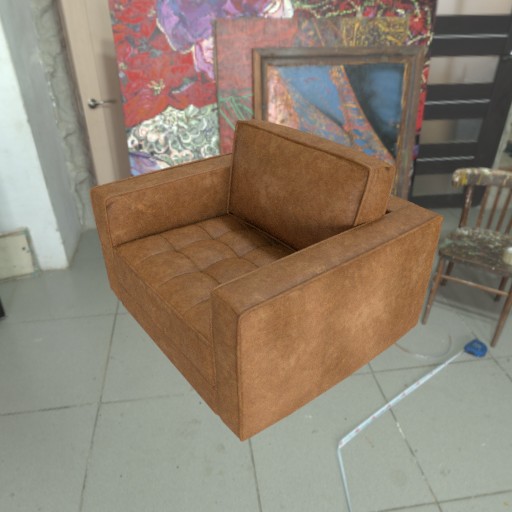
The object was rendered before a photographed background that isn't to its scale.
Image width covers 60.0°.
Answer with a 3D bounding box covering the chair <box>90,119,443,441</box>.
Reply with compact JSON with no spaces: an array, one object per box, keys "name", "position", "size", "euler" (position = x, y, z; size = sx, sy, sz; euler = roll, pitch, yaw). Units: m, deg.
[{"name":"chair","position":[0.000,0.000,1.540],"size":[0.798,0.767,0.928],"euler":[-22,38,-32]}]
